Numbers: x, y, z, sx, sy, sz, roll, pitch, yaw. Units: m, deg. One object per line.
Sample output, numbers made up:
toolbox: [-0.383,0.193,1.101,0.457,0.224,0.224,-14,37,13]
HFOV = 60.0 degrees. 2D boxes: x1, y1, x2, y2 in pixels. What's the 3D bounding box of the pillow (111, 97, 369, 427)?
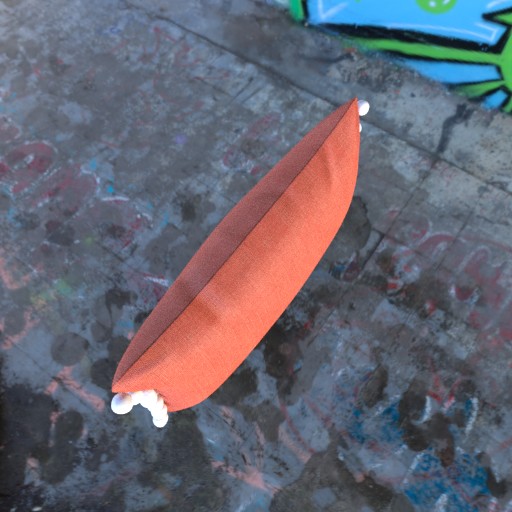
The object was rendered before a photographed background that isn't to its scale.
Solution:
pillow: [0.000,0.000,0.845,0.201,0.322,0.709,32,68,15]
